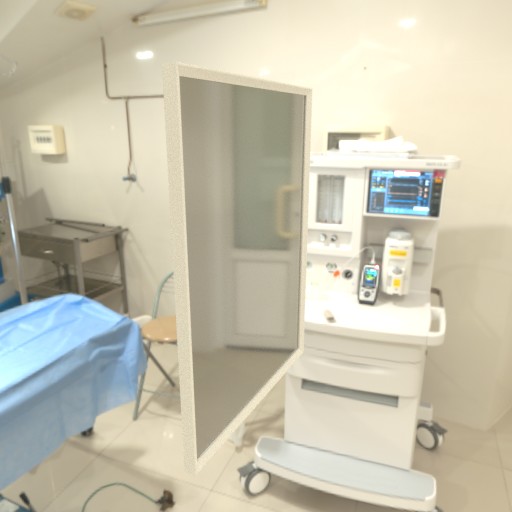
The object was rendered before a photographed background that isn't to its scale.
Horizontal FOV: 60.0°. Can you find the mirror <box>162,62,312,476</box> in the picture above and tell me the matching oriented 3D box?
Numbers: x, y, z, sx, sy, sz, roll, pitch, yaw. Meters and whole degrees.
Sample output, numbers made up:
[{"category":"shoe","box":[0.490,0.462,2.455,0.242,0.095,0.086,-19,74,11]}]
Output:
[{"category":"mirror","box":[0.000,0.000,1.364,0.041,1.016,0.762,8,18,27]}]
